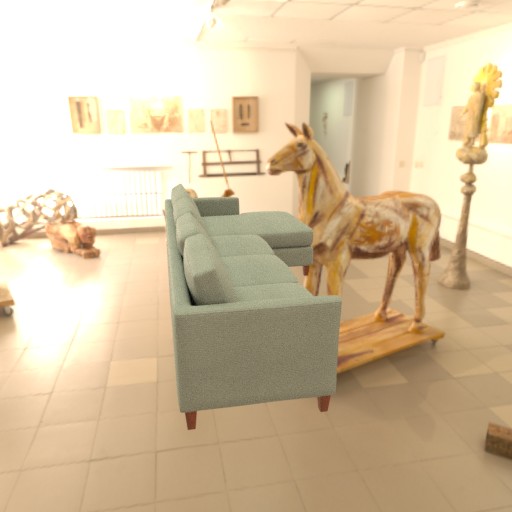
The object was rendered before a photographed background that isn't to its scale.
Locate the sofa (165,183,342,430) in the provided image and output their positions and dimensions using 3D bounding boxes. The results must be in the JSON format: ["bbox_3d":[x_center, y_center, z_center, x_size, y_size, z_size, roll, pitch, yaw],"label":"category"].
[{"bbox_3d":[0.000,0.000,4.090,1.604,0.950,3.471,-4,18,-11],"label":"sofa"}]
